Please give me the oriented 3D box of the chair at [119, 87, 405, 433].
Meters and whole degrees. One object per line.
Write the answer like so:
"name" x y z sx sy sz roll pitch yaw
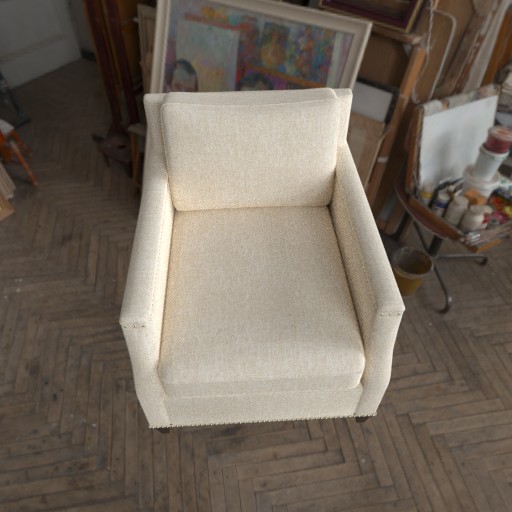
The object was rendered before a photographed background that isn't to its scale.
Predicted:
"chair" 0.000 0.000 1.708 0.838 0.940 1.041 -2 47 -2
